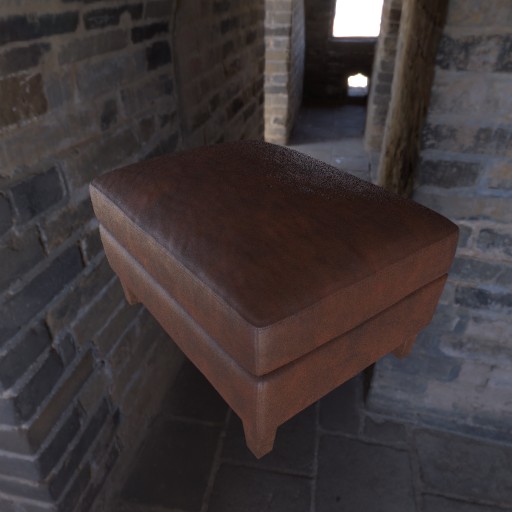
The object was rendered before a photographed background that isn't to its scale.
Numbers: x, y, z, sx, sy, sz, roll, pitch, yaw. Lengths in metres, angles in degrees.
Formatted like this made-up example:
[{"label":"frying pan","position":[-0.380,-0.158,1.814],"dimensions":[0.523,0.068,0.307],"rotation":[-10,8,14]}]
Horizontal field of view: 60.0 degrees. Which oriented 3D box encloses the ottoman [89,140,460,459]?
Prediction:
[{"label":"ottoman","position":[0.000,0.000,1.297],"dimensions":[0.659,0.527,0.887],"rotation":[-22,38,-31]}]
